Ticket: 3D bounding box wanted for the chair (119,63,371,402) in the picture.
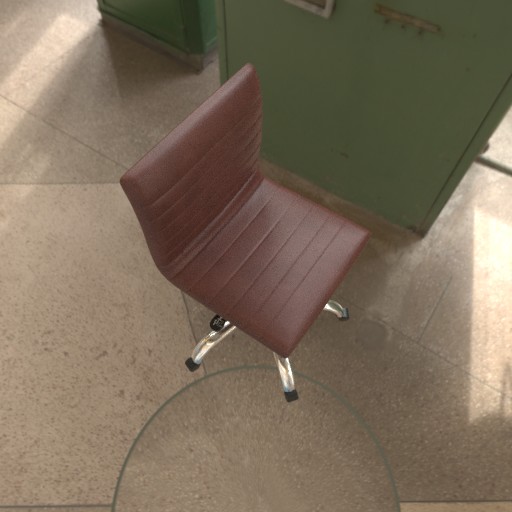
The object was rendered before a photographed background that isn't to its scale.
[{"bbox_3d":[0.000,0.000,1.137,0.530,0.780,0.556,32,65,17],"label":"chair"}]
